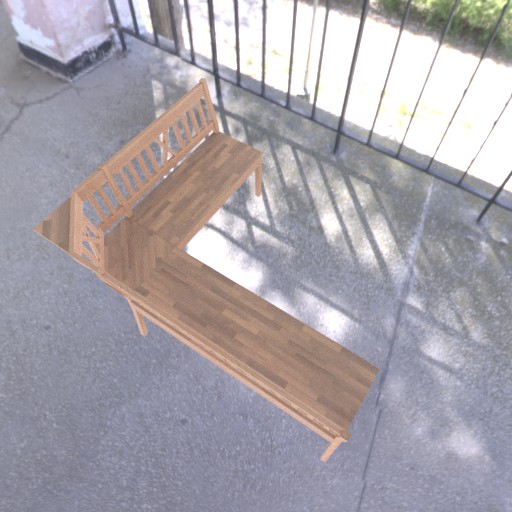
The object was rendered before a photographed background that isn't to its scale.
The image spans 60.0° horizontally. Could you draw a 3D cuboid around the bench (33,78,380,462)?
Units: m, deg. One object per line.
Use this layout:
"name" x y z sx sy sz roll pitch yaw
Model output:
"bench" 0.000 0.000 2.809 1.937 0.902 1.537 30 62 17
